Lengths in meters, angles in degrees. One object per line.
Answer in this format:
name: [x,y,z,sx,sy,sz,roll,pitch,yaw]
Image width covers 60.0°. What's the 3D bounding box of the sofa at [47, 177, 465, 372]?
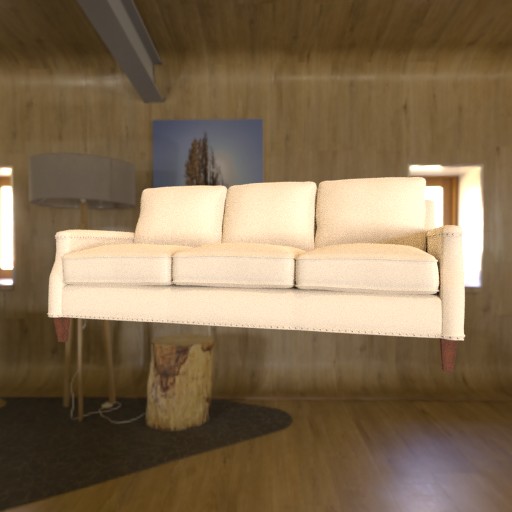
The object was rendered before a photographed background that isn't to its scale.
sofa: [0.000,0.000,2.757,2.246,1.003,1.084,0,1,17]
